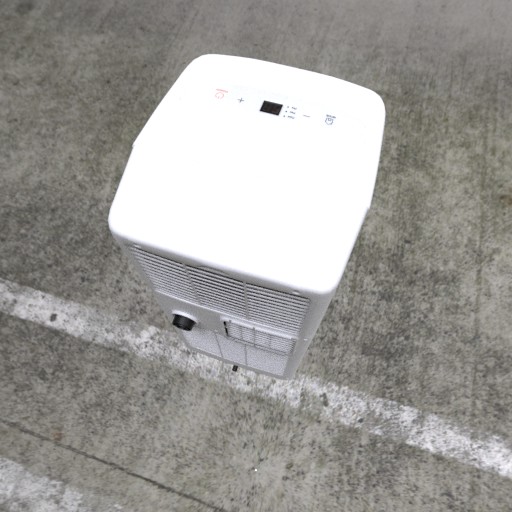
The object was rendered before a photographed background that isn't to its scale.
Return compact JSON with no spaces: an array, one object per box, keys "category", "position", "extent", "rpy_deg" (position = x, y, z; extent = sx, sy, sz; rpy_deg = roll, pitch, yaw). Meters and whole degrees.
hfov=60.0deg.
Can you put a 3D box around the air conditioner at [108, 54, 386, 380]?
[{"category":"air conditioner","position":[0.000,0.000,0.823],"extent":[0.304,0.606,0.349],"rpy_deg":[16,65,8]}]
